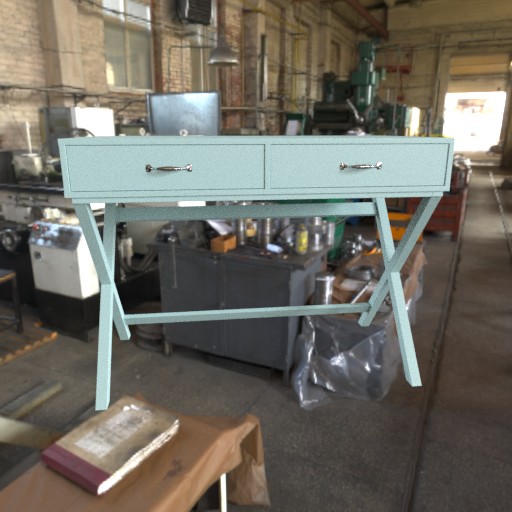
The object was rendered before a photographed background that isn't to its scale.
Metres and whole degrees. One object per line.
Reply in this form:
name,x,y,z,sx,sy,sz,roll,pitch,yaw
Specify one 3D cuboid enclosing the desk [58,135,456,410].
desk,0.000,0.000,1.504,1.057,0.780,0.525,-2,16,-7
